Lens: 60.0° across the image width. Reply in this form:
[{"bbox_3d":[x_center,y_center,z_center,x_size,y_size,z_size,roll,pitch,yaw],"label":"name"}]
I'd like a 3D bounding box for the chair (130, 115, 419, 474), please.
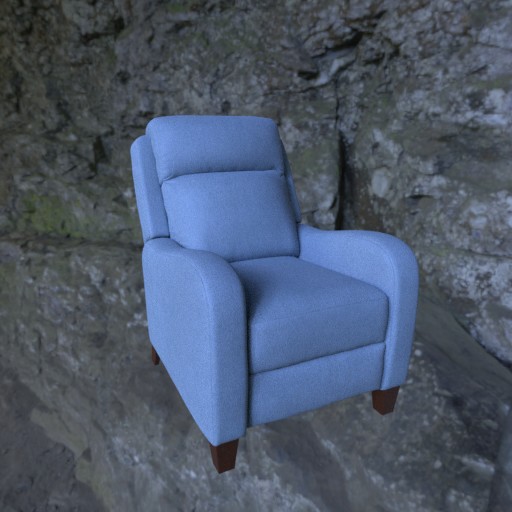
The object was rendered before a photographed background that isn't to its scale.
[{"bbox_3d":[0.000,0.000,1.736,0.785,1.067,0.988,-8,18,-25],"label":"chair"}]
